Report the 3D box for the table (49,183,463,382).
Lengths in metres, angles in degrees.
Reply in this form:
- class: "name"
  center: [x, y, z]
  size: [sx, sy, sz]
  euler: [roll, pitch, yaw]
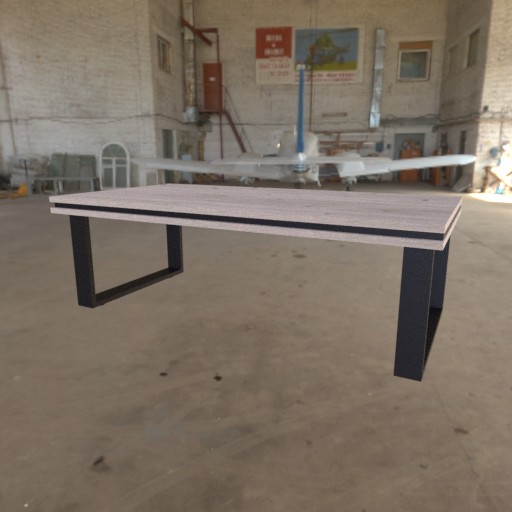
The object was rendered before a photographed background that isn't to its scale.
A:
- class: "table"
  center: [0.000, 0.000, 1.683]
  size: [1.350, 0.450, 0.700]
  euler: [7, 15, 27]
